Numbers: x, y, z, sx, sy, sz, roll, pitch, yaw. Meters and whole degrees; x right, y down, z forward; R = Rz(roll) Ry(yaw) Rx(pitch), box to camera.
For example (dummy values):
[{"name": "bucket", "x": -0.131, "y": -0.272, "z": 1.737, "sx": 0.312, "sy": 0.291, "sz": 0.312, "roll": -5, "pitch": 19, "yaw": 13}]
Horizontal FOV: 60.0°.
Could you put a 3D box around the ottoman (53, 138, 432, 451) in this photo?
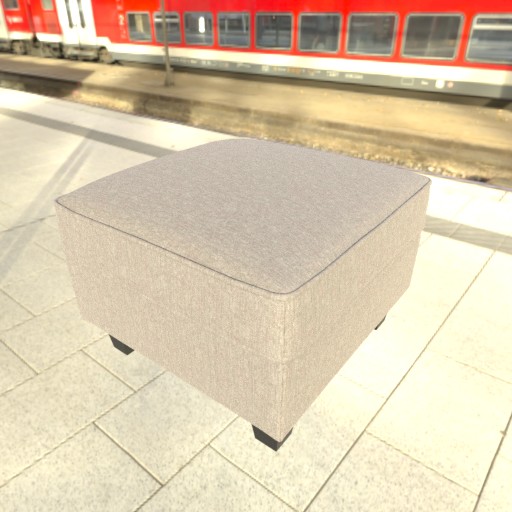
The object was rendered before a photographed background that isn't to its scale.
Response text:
[{"name": "ottoman", "x": 0.000, "y": 0.000, "z": 1.402, "sx": 0.808, "sy": 0.612, "sz": 0.871, "roll": 20, "pitch": 35, "yaw": 32}]
